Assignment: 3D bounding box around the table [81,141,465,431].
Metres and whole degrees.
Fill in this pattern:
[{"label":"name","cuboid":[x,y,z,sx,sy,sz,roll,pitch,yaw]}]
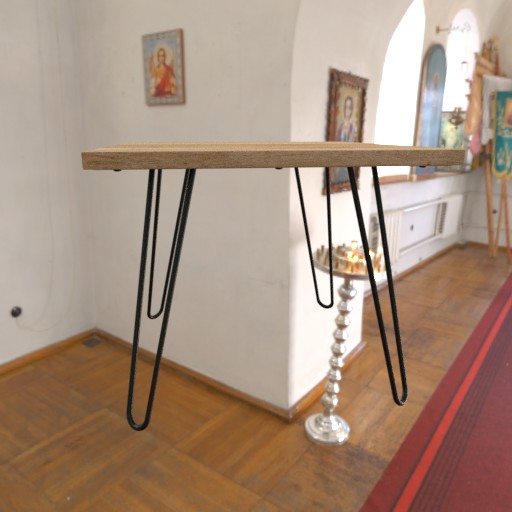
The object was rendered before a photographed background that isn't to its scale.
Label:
[{"label":"table","cuboid":[0.000,0.000,1.028,0.599,0.500,0.599,-2,16,-8]}]
